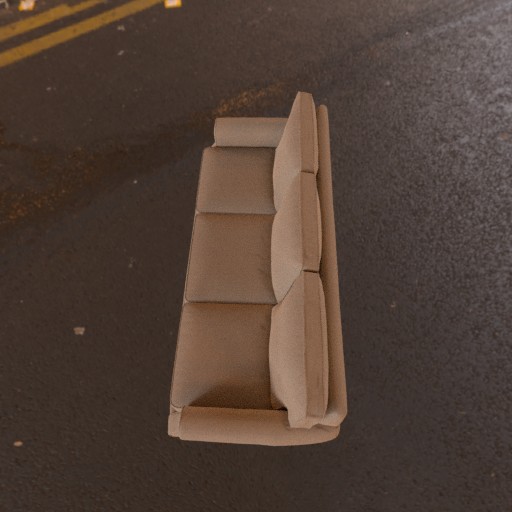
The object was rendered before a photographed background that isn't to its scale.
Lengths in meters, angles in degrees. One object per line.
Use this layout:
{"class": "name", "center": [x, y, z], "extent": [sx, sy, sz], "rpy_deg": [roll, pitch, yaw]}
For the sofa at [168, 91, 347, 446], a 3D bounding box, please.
{"class": "sofa", "center": [0.000, 0.000, 2.940], "extent": [0.966, 0.948, 2.354], "rpy_deg": [2, 59, 1]}
